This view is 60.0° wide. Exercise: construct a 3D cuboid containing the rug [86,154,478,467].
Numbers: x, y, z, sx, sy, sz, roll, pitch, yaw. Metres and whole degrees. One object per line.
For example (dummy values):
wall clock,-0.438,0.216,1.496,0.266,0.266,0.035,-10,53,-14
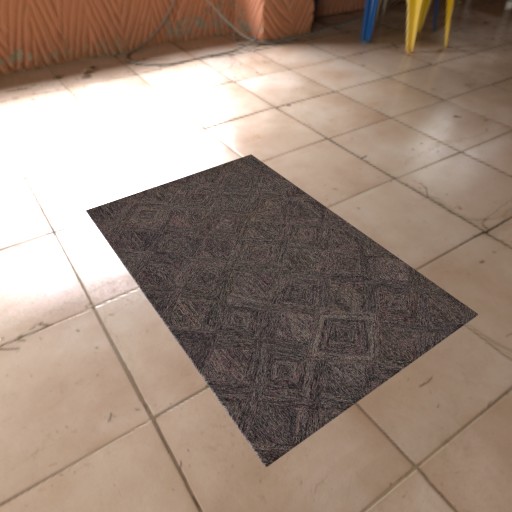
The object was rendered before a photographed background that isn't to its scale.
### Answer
rug,0.000,0.000,2.925,1.501,0.017,2.298,-25,47,-26
